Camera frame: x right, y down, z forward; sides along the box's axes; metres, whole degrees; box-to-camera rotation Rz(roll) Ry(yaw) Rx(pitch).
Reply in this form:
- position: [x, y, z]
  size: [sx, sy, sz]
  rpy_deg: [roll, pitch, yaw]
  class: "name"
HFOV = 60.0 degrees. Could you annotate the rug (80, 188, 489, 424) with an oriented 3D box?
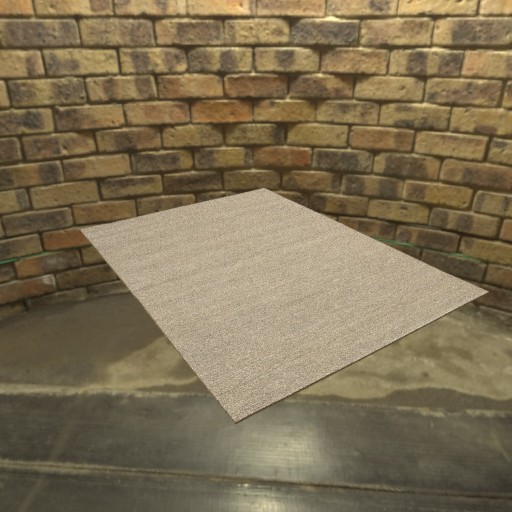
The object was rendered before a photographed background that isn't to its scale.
- position: [0.000, 0.000, 4.741]
  size: [2.757, 0.051, 3.626]
  rpy_deg: [-17, 32, -30]
  class: "rug"
